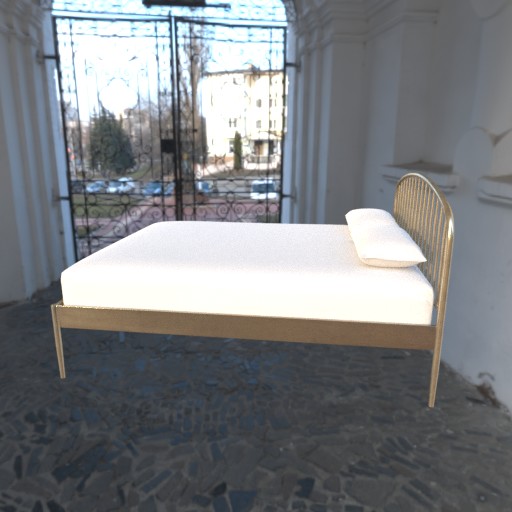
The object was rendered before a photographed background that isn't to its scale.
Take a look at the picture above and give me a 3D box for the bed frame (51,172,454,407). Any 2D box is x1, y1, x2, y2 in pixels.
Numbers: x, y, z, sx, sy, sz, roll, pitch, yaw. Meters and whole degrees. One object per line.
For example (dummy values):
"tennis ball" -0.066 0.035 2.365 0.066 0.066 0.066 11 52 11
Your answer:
"bed frame" 0.000 0.000 3.124 2.152 1.175 1.612 2 15 8
